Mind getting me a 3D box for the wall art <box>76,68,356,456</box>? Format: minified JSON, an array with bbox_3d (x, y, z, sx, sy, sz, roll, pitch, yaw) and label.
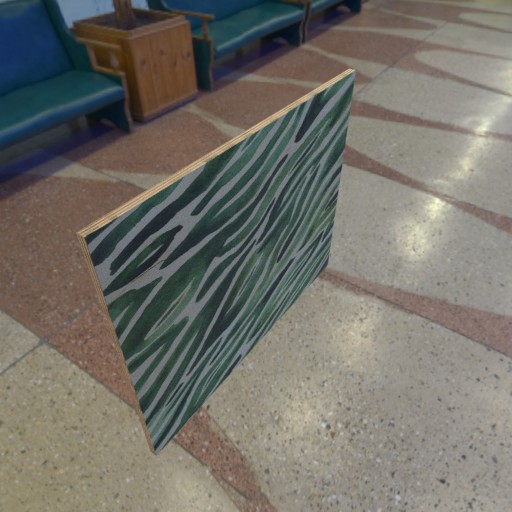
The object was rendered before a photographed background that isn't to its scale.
[{"bbox_3d":[0.000,0.000,0.666,0.012,0.408,0.508,26,47,26],"label":"wall art"}]
